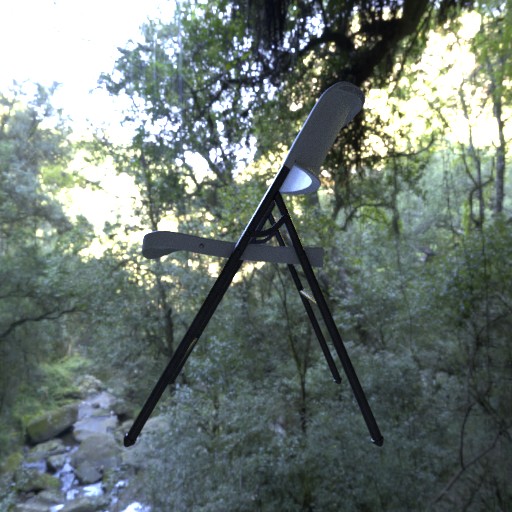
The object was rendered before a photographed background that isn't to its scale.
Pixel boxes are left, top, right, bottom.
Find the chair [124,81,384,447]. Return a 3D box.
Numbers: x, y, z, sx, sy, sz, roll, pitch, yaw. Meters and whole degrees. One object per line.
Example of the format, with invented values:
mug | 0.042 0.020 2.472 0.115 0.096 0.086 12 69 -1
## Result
chair | 0.000 0.000 1.182 0.566 0.810 0.494 0 0 0
